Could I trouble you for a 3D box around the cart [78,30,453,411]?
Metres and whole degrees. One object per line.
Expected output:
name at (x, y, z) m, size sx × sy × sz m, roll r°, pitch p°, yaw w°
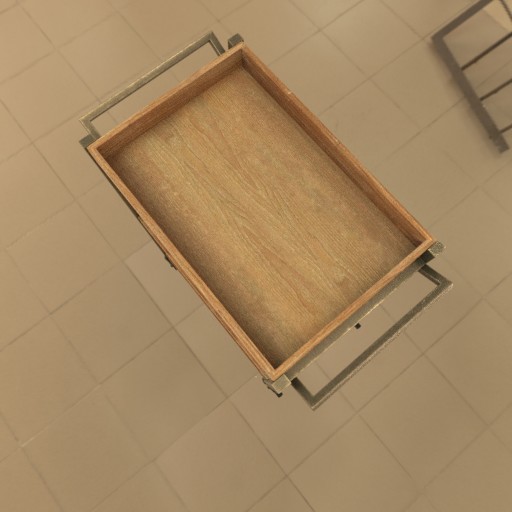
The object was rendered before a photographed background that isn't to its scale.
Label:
cart at (0.000, 0.000, 1.171) m, size 0.377 × 0.835 × 0.673 m, roll -38°, pitch 78°, yaw -10°
